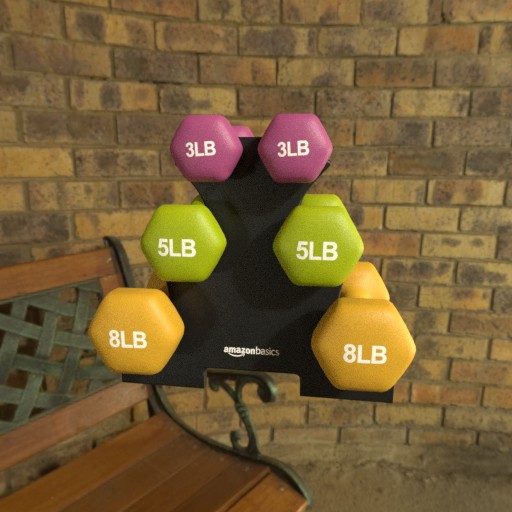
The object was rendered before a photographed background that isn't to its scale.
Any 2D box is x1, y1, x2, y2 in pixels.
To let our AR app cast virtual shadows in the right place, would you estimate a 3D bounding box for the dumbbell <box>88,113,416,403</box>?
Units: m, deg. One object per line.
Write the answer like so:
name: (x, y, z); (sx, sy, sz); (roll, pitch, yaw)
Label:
dumbbell: (0.000, 0.000, 0.464); (0.300, 0.271, 0.190); (2, 12, 8)
